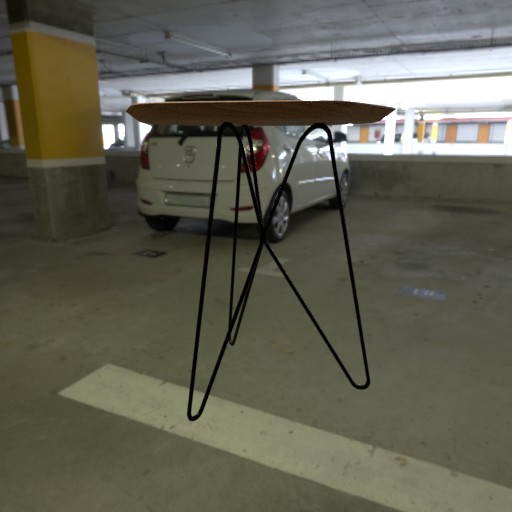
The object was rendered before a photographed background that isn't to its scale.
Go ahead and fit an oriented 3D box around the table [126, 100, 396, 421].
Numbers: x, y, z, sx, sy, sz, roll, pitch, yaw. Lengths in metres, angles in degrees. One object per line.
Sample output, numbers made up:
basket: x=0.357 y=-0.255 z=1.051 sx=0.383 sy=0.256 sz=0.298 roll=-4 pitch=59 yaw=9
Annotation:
table: x=0.000 y=0.000 z=0.894 sx=0.500 sy=0.562 sz=0.400 roll=2 pitch=15 yaw=9
